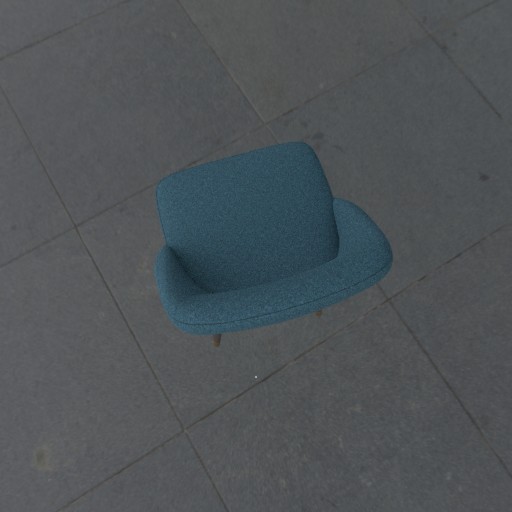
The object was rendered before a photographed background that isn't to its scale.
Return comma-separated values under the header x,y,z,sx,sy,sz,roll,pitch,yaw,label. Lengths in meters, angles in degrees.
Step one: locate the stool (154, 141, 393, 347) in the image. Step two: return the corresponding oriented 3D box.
x,y,z,sx,sy,sz,roll,pitch,yaw,label
0.000,0.000,1.357,0.536,1.032,0.522,-16,75,-4,stool
